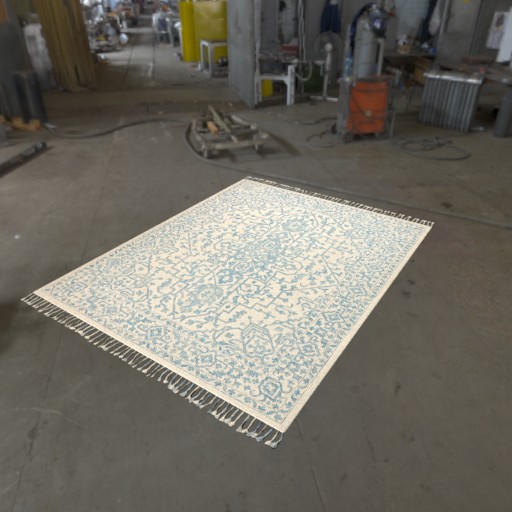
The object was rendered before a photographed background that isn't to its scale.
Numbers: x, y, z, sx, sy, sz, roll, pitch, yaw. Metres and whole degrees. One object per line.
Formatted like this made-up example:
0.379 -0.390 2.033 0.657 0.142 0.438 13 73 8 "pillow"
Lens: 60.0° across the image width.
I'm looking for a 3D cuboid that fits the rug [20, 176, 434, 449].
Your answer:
0.000 0.000 4.201 2.464 0.010 3.327 19 36 28 "rug"
